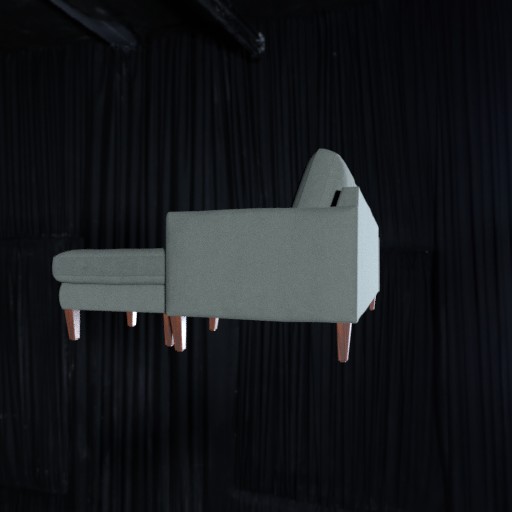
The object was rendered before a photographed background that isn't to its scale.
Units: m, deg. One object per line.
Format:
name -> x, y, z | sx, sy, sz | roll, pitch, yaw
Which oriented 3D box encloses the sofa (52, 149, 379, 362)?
sofa -> 0.000, 0.000, 2.946 | 1.506, 0.876, 2.178 | 0, -1, 18
